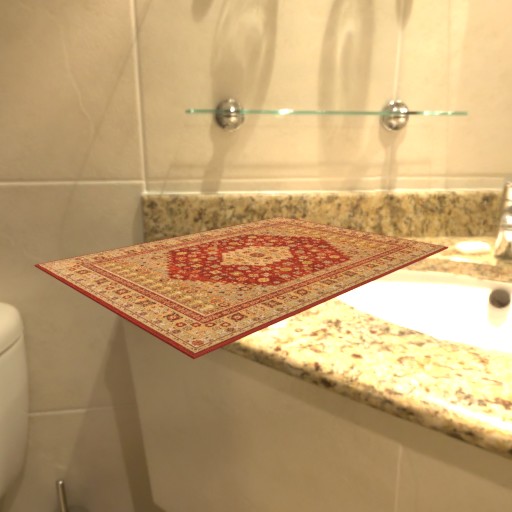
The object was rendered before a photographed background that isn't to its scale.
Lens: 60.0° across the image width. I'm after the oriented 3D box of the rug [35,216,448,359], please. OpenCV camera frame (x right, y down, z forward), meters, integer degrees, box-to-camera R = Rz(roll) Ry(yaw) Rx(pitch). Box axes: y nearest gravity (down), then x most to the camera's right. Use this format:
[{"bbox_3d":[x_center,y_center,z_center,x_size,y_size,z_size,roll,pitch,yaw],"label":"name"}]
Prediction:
[{"bbox_3d":[0.000,0.000,2.896,2.211,0.013,1.593,-15,22,-43],"label":"rug"}]
